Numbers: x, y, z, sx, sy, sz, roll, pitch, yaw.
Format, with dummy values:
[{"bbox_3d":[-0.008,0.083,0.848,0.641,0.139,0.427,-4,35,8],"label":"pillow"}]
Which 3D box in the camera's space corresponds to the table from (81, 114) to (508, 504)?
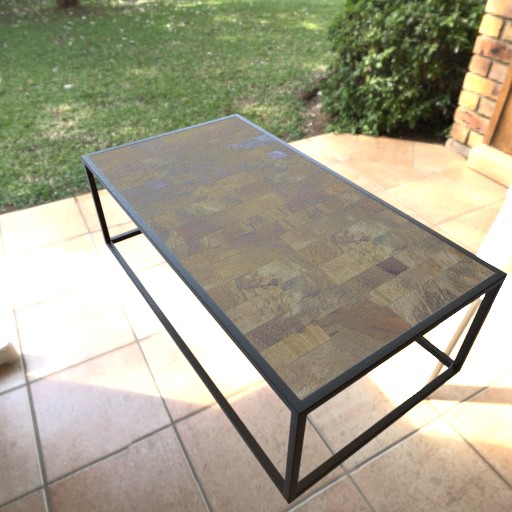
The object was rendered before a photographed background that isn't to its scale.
[{"bbox_3d":[0.000,0.000,1.432,0.649,0.398,1.199,-24,46,-26],"label":"table"}]
